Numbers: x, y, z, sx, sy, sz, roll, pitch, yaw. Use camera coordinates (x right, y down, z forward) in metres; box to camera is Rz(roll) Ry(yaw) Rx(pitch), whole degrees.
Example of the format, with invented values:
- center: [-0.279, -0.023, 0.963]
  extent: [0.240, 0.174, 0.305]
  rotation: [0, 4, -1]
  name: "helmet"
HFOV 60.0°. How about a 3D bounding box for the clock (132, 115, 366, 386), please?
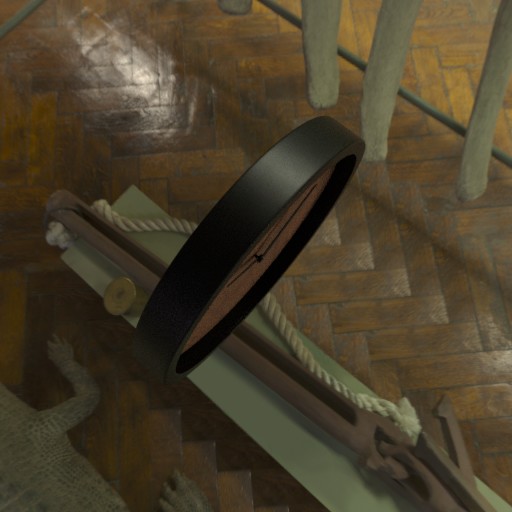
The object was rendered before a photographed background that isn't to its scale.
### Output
- center: [0.000, 0.000, 0.469]
  extent: [0.040, 0.314, 0.314]
  rotation: [39, 78, 10]
  name: "clock"
